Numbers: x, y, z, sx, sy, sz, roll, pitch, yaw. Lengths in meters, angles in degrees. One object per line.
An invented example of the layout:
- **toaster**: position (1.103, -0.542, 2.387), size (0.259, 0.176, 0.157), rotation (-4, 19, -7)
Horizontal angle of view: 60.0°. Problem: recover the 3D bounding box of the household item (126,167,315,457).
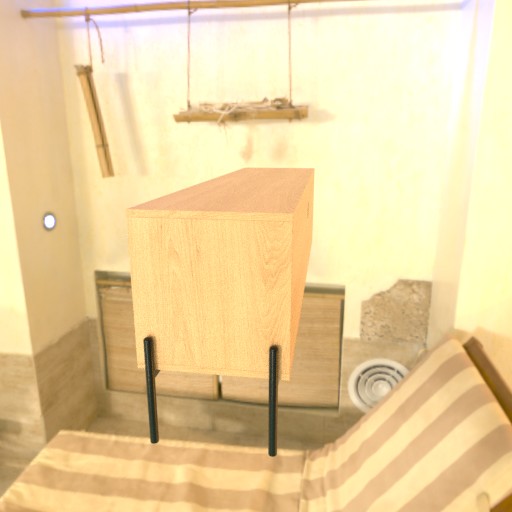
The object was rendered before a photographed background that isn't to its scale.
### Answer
- **household item**: position (0.000, 0.000, 1.775), size (0.400, 0.600, 1.550), rotation (2, 15, 9)
